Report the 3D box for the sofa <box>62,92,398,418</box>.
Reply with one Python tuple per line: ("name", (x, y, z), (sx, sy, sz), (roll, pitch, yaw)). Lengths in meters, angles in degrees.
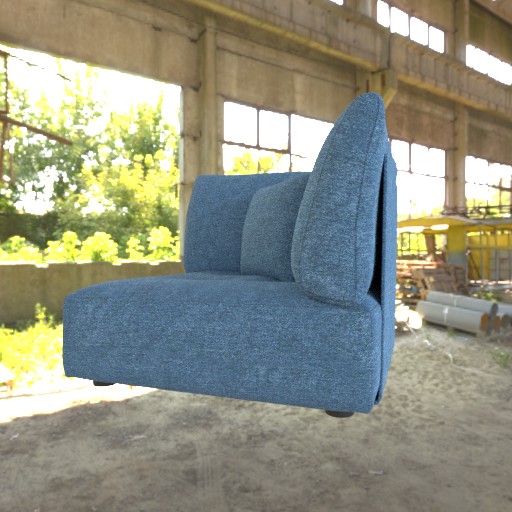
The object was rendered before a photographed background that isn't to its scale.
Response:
("sofa", (0.000, 0.000, 1.681), (1.000, 0.820, 1.000), (0, 1, 20))
